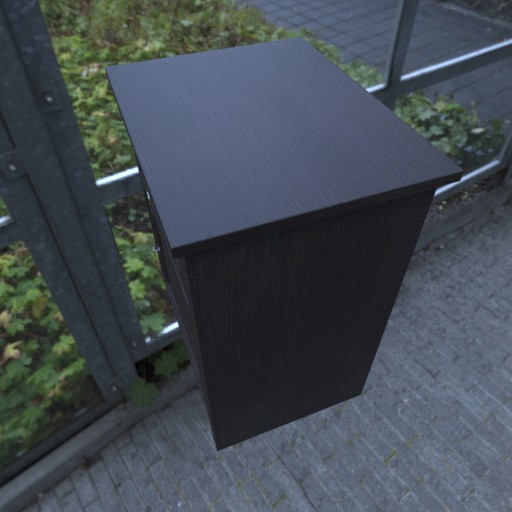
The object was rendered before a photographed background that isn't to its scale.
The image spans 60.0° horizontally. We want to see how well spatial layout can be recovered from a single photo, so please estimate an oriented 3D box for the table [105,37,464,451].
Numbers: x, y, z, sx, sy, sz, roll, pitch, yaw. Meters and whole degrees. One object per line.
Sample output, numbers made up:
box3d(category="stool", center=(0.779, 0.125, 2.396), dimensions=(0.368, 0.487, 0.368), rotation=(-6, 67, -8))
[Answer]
box3d(category="table", center=(0.000, 0.000, 0.898), dimensions=(0.381, 0.635, 0.480), rotation=(-16, 48, -15))
